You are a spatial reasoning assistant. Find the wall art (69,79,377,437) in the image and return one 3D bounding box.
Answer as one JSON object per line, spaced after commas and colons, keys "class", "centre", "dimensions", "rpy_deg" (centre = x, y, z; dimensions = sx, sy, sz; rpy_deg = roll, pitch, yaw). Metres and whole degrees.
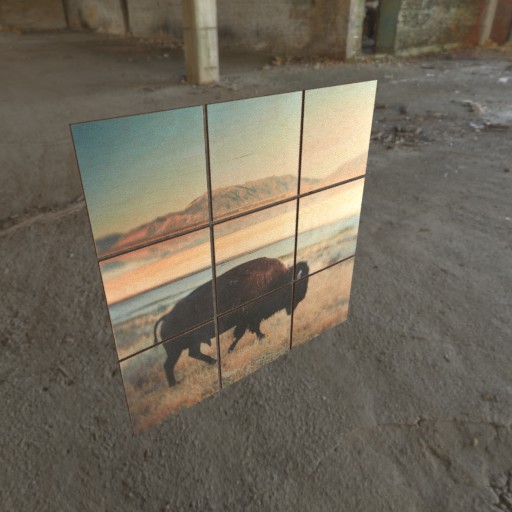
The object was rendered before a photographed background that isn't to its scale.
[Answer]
{"class": "wall art", "centre": [0.000, 0.000, 1.774], "dimensions": [1.221, 1.218, 0.019], "rpy_deg": [-21, 36, -32]}
